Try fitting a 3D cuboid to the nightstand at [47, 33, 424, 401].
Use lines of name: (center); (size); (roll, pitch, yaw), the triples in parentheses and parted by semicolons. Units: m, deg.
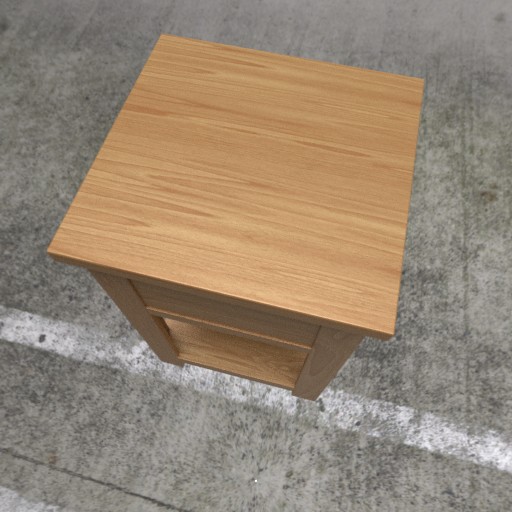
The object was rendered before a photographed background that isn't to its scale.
nightstand: (0.000, 0.000, 0.885); (0.428, 0.614, 0.418); (13, 64, 6)
